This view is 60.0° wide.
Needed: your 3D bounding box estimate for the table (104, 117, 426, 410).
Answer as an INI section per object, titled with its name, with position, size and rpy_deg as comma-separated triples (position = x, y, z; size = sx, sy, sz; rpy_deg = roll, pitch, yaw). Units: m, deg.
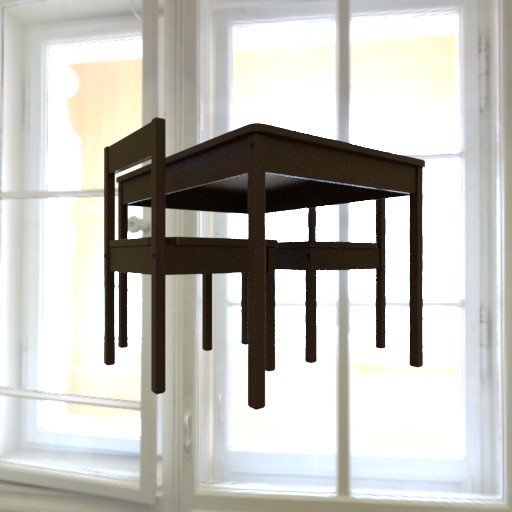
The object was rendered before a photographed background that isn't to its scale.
[table]
position = 0.000, 0.000, 1.116
size = 0.672, 0.503, 0.650
rpy_deg = 0, 0, -37
